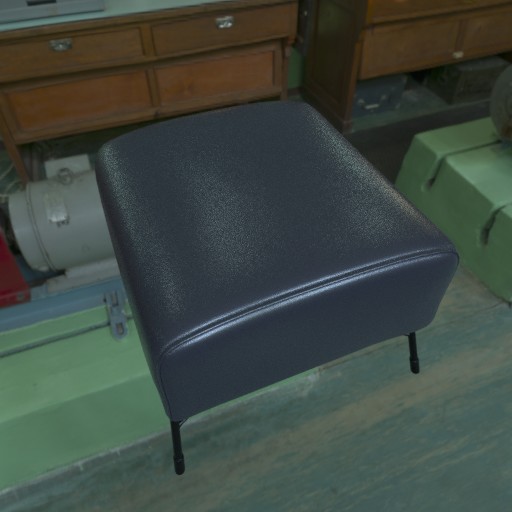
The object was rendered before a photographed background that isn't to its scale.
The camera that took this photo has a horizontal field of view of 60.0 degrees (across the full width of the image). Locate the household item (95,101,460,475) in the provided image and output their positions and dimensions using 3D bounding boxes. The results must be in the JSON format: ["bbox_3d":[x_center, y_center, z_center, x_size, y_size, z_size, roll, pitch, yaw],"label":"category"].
[{"bbox_3d":[0.000,0.000,0.879,0.530,0.410,0.530,-17,49,-16],"label":"household item"}]
